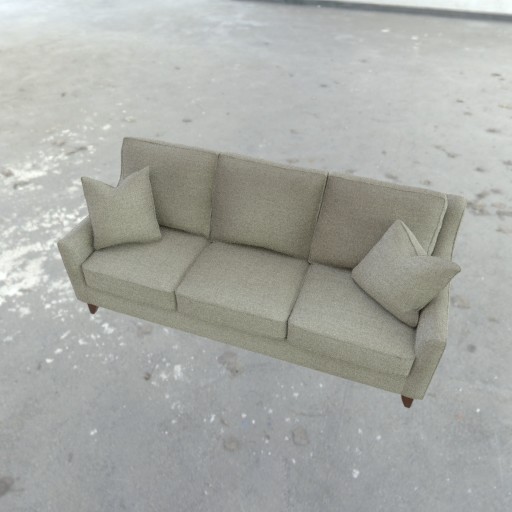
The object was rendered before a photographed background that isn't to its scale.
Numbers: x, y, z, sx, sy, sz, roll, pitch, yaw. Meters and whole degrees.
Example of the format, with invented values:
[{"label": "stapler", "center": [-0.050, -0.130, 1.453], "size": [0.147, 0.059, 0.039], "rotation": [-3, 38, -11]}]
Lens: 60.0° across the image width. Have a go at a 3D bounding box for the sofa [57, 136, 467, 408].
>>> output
[{"label": "sofa", "center": [0.000, 0.000, 2.475], "size": [2.031, 0.914, 0.865], "rotation": [13, 42, 15]}]
